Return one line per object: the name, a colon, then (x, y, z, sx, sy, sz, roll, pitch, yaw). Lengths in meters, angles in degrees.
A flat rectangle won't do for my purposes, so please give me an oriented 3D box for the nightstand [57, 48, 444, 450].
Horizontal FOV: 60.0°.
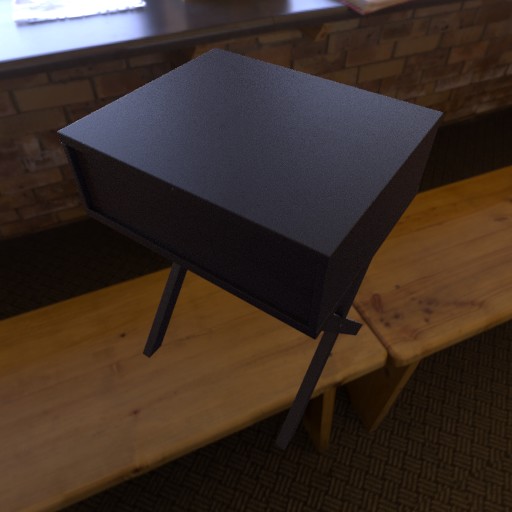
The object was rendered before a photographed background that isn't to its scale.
nightstand: (0.000, 0.000, 0.937, 0.479, 0.623, 0.402, 26, 52, 23)
